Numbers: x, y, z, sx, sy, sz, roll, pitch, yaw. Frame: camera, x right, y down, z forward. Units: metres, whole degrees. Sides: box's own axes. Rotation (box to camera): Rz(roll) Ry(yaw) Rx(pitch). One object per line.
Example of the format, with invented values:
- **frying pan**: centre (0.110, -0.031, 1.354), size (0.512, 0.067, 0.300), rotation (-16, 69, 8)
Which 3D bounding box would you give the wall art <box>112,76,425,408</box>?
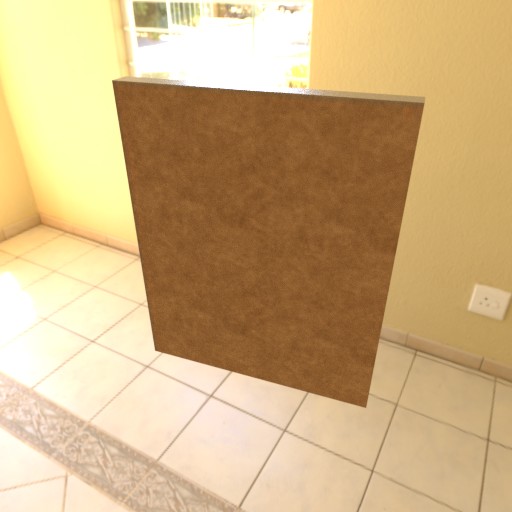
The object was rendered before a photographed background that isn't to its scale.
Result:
- **wall art**: centre (0.000, 0.000, 0.768), size (0.453, 0.554, 0.037), rotation (11, 33, 17)
